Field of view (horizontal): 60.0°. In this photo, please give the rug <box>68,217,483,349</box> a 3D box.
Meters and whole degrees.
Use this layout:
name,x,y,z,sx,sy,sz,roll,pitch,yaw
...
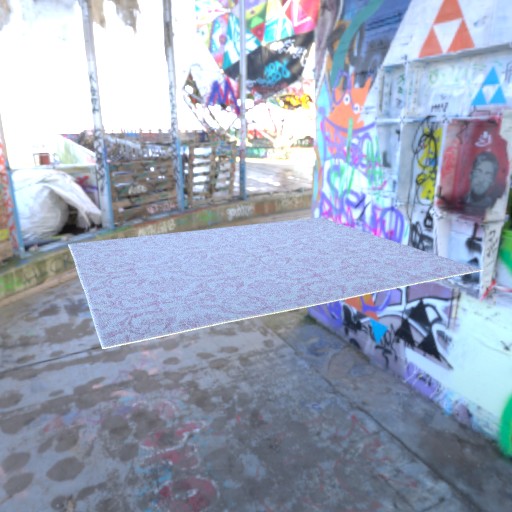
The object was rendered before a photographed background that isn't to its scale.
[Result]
name,x,y,z,sx,sy,sz,roll,pitch,yaw
rug,0.000,0.000,4.000,2.980,0.012,2.363,-8,18,-25
